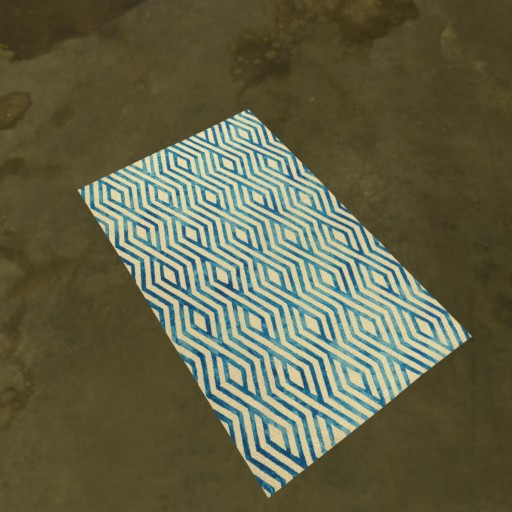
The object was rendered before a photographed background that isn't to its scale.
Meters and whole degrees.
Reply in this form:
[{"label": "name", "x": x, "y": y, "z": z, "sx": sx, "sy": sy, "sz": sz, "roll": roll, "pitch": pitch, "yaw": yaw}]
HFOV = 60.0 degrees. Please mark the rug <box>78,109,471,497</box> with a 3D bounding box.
[{"label": "rug", "x": 0.000, "y": 0.000, "z": 3.000, "sx": 1.531, "sy": 0.008, "sz": 2.439, "roll": -31, "pitch": 64, "yaw": -17}]
